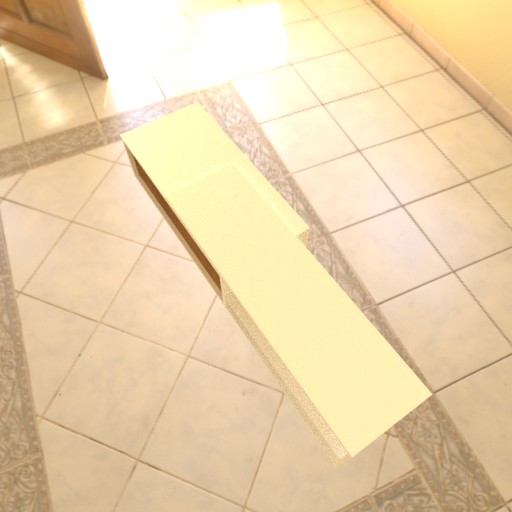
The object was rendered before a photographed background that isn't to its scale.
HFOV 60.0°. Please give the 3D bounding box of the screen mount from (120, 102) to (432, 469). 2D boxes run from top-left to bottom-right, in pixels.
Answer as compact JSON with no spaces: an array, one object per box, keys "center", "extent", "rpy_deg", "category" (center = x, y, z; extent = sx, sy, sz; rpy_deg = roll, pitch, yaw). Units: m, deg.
[{"center":[0.000,0.000,1.907],"extent":[0.420,0.320,1.680],"rpy_deg":[-30,63,-17],"category":"screen mount"}]
